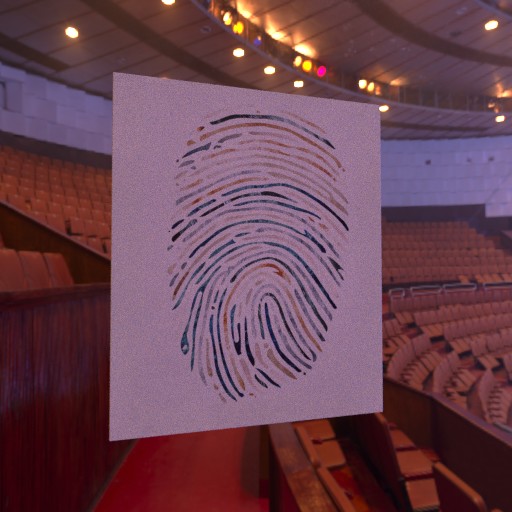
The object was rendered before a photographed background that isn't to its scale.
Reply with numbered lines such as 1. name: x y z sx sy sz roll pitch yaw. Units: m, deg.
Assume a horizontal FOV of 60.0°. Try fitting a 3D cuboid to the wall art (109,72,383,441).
1. wall art: 0.000 0.000 0.818 0.508 0.606 0.037 1 -2 -17
